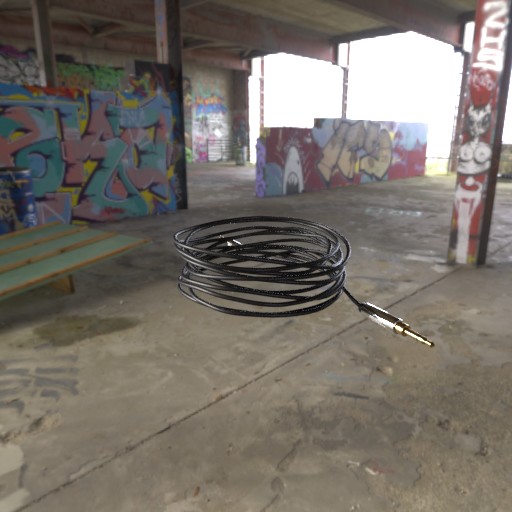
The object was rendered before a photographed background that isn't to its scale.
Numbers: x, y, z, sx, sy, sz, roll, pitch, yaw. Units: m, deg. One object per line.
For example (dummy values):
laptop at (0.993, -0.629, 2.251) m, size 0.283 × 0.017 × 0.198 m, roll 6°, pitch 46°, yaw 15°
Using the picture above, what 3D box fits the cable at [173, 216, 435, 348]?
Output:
cable at (0.000, 0.000, 0.509) m, size 0.198 × 0.069 × 0.432 m, roll -7°, pitch 17°, yaw -24°
